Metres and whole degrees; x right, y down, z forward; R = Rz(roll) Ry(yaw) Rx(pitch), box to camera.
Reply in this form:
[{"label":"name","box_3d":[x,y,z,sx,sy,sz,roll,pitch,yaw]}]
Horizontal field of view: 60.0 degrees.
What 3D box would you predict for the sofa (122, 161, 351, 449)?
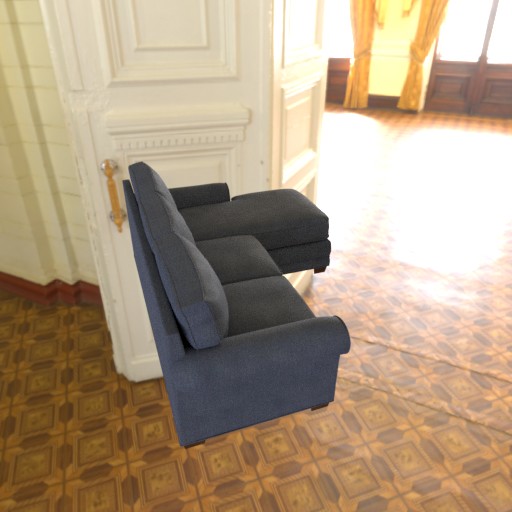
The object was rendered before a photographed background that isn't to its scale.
[{"label":"sofa","box_3d":[0.000,0.000,3.550,1.780,1.063,2.567,-10,31,-17]}]
